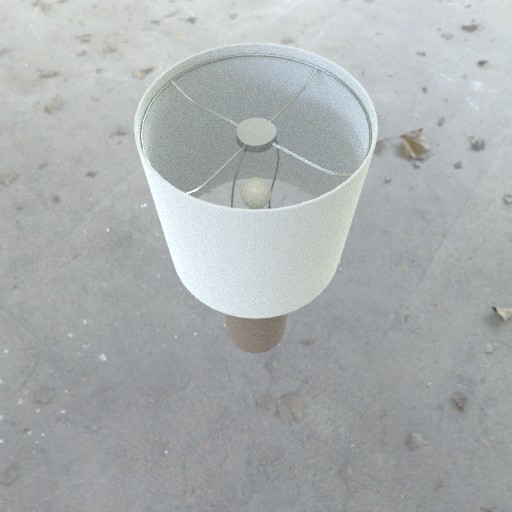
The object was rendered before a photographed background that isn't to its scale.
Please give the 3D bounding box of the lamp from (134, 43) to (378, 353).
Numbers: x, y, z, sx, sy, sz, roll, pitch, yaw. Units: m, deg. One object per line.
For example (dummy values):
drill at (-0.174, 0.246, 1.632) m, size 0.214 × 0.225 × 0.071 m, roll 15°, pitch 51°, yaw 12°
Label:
lamp at (0.000, 0.000, 0.575) m, size 0.207 × 0.461 × 0.207 m, roll 32°, pitch 64°, yaw 18°
